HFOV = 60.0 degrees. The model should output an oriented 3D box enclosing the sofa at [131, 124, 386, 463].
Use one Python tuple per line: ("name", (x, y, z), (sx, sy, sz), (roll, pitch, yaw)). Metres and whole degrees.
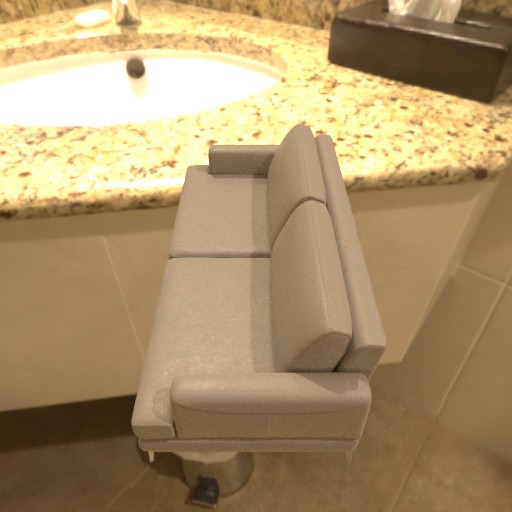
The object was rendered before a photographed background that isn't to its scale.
("sofa", (0.000, 0.000, 2.399), (0.974, 0.765, 1.940), (0, 42, 0))
